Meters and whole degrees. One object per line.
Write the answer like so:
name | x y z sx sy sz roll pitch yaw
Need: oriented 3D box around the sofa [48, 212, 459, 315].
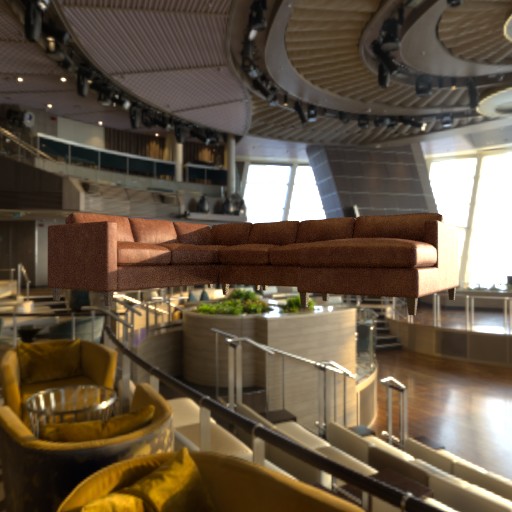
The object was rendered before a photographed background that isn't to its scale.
sofa | 0.000 0.000 4.434 3.324 0.888 2.452 0 0 35
